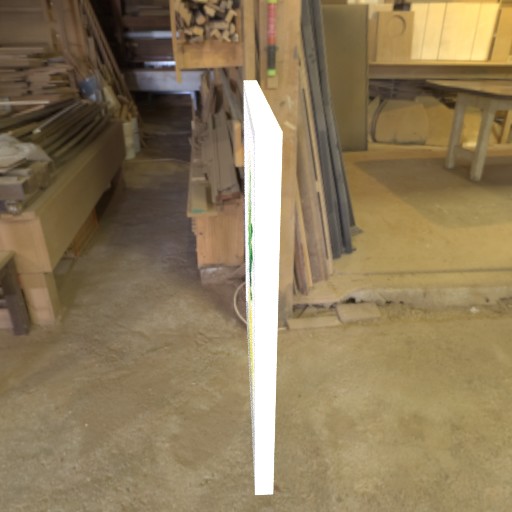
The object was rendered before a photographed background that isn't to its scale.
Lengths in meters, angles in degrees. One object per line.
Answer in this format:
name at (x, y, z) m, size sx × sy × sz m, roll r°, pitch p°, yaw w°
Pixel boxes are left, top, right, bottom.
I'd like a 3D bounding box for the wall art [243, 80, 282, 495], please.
wall art at (0.000, 0.000, 1.120) m, size 0.038 × 0.761 × 0.763 m, roll -1°, pitch 27°, yaw -2°
